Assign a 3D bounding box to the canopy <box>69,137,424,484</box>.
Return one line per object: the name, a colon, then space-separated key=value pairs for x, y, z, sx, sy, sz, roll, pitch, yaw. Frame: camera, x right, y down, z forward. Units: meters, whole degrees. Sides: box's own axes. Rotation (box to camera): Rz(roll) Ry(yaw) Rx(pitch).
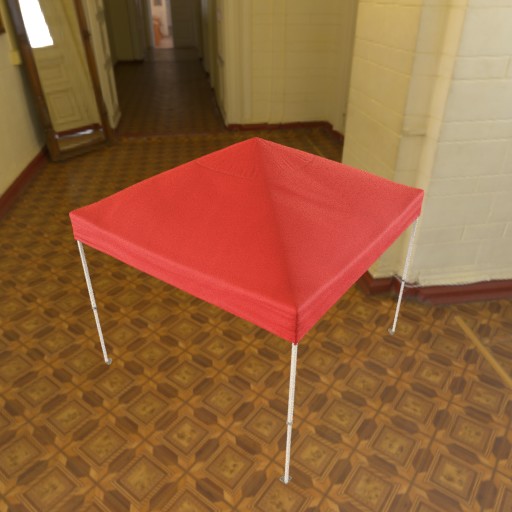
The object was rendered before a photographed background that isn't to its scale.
canopy: x=0.000 y=0.000 z=5.563 sx=2.998 sy=2.997 sz=2.996 roll=21 pitch=37 yaw=31
